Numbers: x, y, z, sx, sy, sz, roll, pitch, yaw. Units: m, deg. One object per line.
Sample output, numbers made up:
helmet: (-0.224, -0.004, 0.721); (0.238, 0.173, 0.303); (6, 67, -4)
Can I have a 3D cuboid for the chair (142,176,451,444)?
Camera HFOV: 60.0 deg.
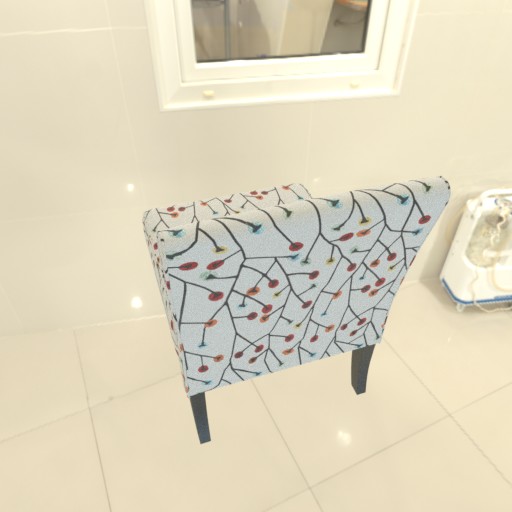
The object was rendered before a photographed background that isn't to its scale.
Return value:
chair: (0.000, 0.000, 1.311); (0.597, 0.813, 0.732); (-12, 43, -14)
